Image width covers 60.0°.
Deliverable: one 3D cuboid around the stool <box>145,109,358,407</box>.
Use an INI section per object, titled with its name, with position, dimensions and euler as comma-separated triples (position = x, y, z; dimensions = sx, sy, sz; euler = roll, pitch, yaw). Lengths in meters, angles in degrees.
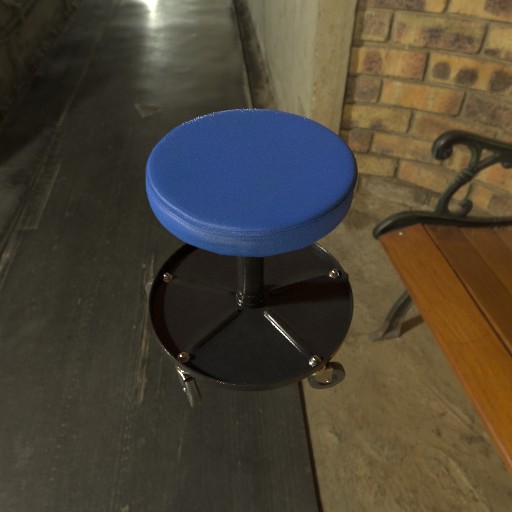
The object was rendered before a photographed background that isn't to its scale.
[stool]
position = 0.000, 0.000, 0.698
dimensions = 0.382, 0.365, 0.381
euler = -34, 55, -28
